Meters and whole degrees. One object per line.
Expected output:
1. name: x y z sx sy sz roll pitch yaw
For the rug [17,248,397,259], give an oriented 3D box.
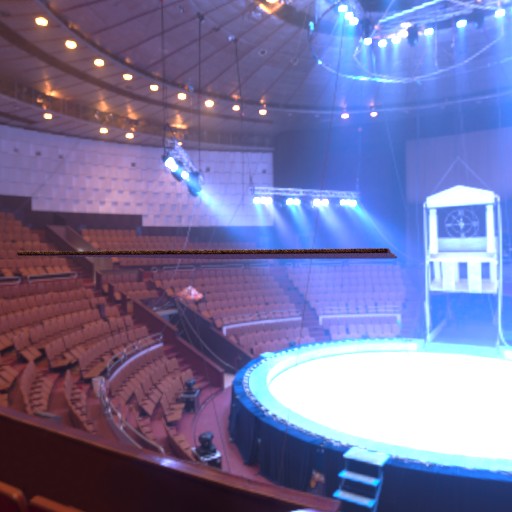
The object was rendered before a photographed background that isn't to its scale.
1. rug: 0.000 0.000 4.020 2.401 0.025 3.000 0 -1 18
